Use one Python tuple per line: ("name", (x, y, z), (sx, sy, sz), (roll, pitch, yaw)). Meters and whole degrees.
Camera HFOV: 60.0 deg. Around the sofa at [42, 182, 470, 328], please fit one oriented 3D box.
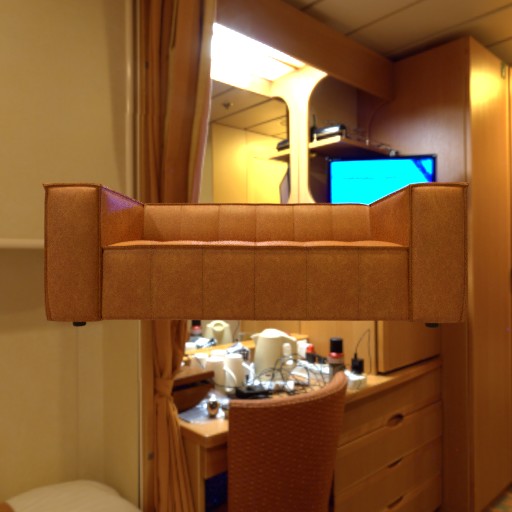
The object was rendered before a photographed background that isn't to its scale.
("sofa", (0.000, 0.000, 2.621), (2.088, 0.703, 1.102), (0, 0, 1))
